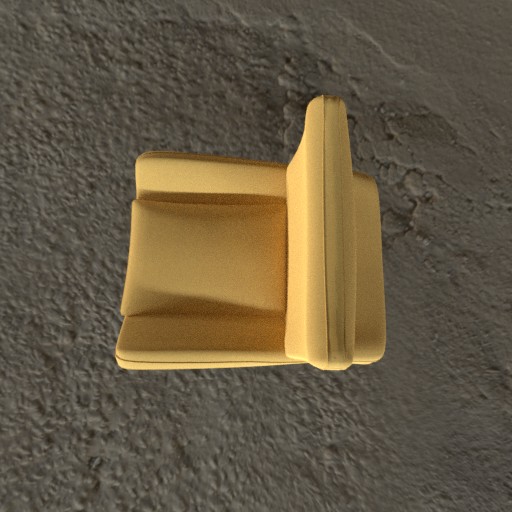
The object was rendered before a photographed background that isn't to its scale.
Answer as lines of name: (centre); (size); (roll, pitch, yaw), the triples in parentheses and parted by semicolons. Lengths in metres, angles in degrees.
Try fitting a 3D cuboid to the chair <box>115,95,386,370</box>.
chair: (0.000, 0.000, 1.684); (1.008, 0.855, 0.859); (1, 74, 0)
